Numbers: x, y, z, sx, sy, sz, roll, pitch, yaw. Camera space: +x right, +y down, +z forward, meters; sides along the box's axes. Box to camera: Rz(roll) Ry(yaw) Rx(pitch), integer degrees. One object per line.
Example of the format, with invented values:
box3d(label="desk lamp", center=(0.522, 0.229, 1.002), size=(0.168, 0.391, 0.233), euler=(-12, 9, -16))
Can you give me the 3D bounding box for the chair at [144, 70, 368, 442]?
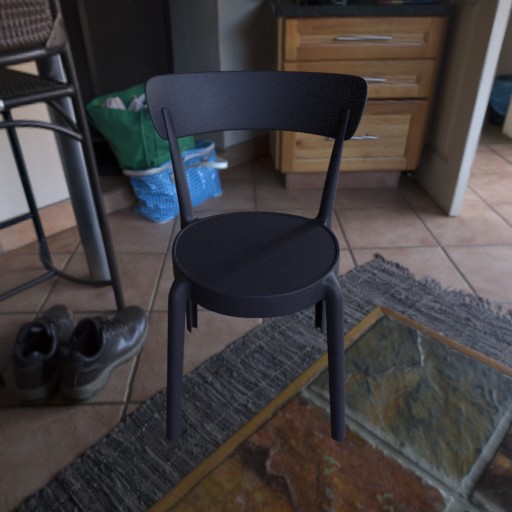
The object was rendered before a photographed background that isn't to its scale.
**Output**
box3d(label="chair", center=(0.000, 0.000, 1.103), size=(0.506, 0.790, 0.491), euler=(0, 32, 0))
